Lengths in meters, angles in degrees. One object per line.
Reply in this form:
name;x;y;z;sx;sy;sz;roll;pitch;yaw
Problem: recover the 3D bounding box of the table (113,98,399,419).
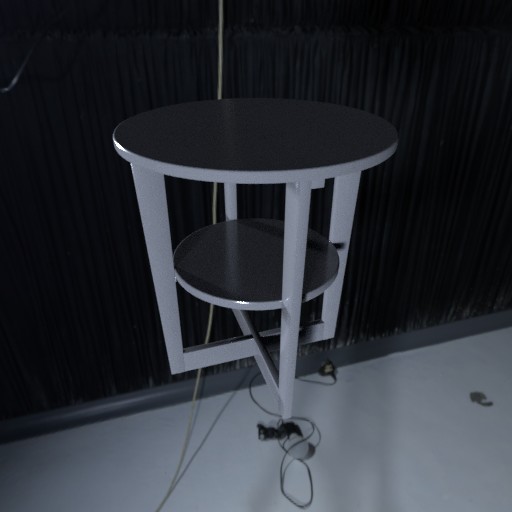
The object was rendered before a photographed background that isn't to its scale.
table;0.000;0.000;0.941;0.500;0.550;0.500;0;30;0
